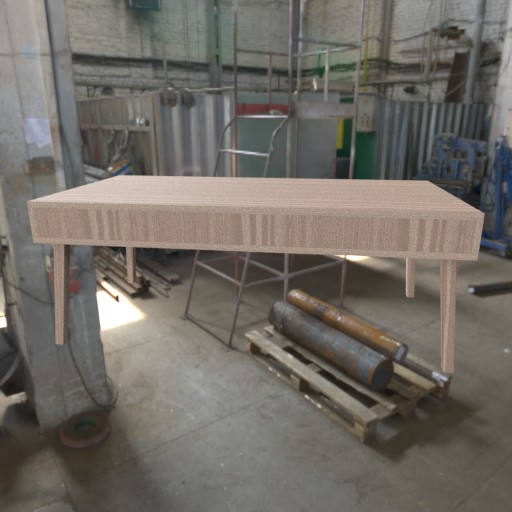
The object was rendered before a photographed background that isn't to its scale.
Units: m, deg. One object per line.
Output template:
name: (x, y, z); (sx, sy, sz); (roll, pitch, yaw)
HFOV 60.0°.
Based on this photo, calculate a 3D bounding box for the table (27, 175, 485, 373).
table: (0.000, 0.000, 1.499); (1.200, 0.450, 0.600); (2, 17, 8)
